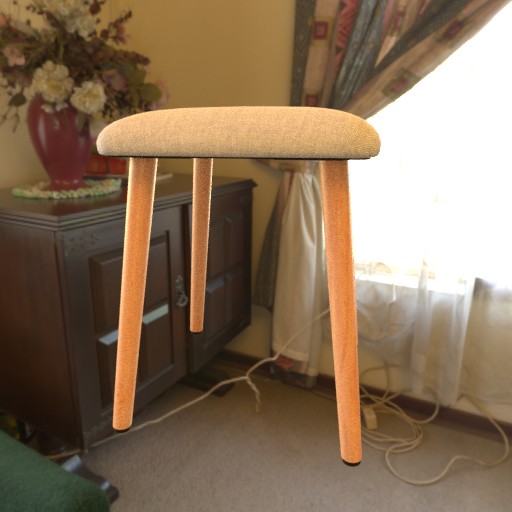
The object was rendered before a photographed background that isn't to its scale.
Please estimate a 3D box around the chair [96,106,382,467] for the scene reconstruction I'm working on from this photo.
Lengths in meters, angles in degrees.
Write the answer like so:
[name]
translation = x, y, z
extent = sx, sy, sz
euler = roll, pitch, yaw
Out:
[chair]
translation = 0.000, 0.000, 0.695
extent = 0.350, 0.440, 0.350
euler = 3, 16, 11
